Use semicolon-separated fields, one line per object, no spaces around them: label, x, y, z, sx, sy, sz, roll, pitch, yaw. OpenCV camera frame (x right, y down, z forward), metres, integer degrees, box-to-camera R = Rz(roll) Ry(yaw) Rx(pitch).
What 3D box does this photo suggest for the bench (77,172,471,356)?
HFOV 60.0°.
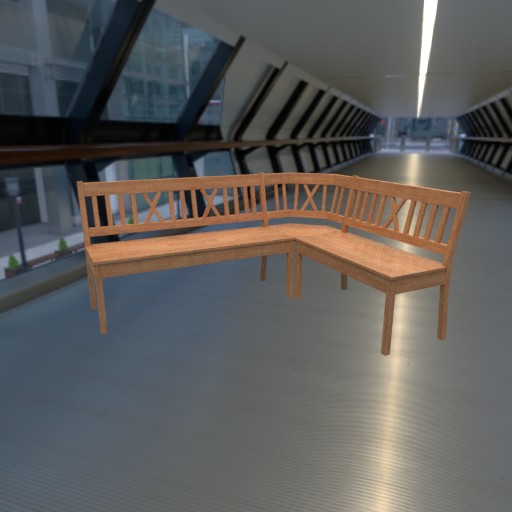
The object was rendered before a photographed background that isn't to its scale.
bench;0.000;0.000;2.865;1.937;0.902;1.537;-8;18;-25
